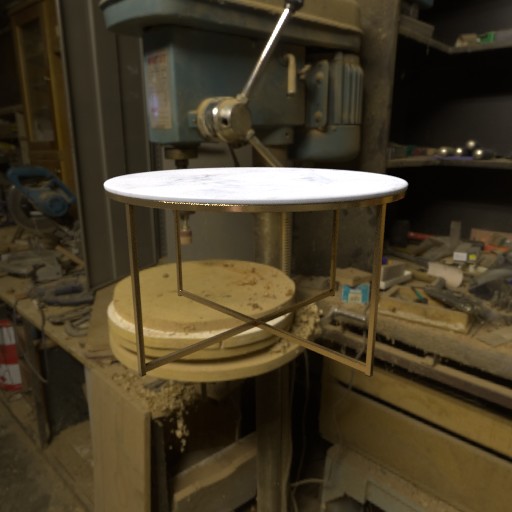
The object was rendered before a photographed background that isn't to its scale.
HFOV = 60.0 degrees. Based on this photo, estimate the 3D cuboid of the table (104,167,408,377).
[{"bbox_3d":[0.000,0.000,1.285,0.800,0.450,0.800,0,15,0],"label":"table"}]
